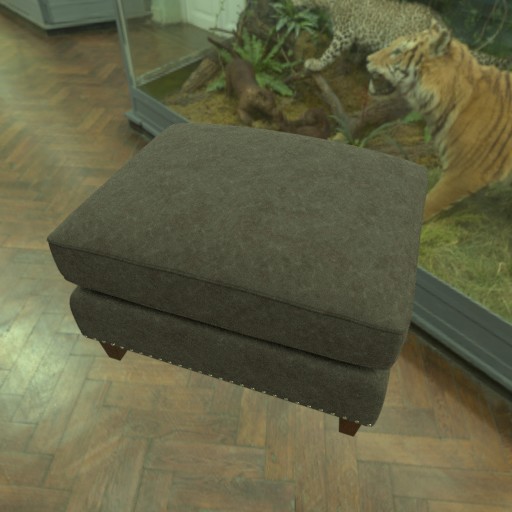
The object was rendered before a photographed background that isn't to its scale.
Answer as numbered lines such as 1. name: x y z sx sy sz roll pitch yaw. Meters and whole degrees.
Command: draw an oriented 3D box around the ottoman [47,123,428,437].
1. ottoman: 0.000 0.000 1.136 0.741 0.513 0.584 13 44 14
